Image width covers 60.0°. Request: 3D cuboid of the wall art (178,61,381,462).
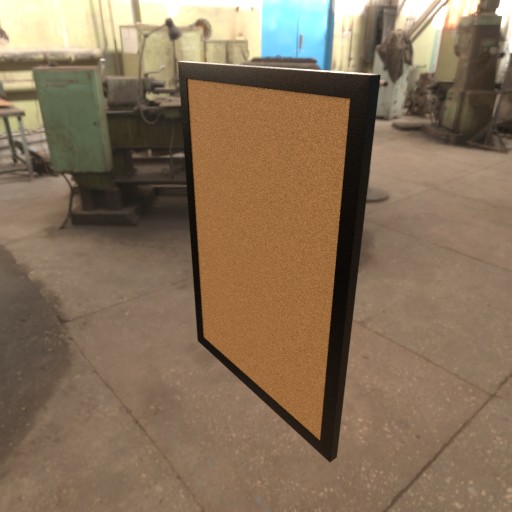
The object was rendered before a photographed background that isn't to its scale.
[{"bbox_3d":[0.000,0.000,0.833,0.019,0.656,0.462,-19,32,-34],"label":"wall art"}]
